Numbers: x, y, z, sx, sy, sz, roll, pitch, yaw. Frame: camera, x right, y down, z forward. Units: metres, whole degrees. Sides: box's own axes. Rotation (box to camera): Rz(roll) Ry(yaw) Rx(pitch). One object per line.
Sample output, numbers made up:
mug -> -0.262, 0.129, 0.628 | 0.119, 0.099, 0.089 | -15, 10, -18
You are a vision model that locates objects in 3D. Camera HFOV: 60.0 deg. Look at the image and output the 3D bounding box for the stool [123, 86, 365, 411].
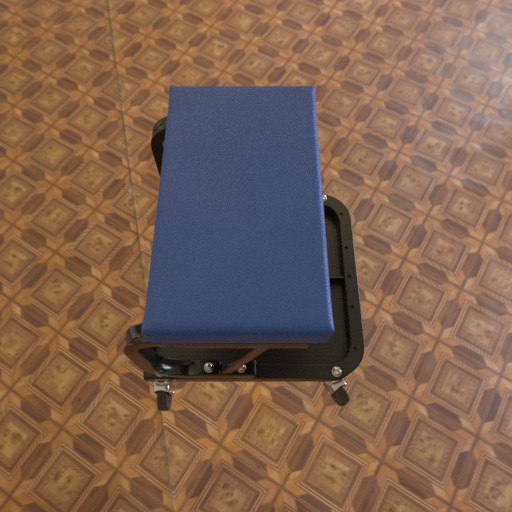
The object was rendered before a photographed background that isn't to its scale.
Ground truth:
stool -> 0.000, 0.000, 0.728 | 0.371, 0.380, 0.446 | 0, 64, 0
